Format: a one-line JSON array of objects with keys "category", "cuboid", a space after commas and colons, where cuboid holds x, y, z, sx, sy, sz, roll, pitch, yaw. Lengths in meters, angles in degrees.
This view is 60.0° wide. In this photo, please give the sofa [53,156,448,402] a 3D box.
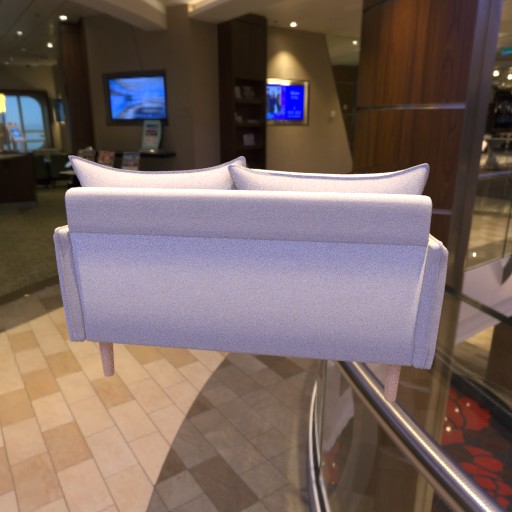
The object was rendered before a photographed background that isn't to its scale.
[{"category": "sofa", "cuboid": [0.000, 0.000, 1.837, 1.300, 0.840, 0.820, 3, 17, 8]}]
